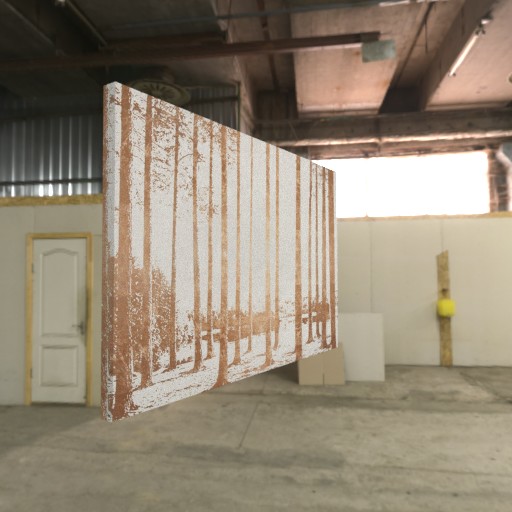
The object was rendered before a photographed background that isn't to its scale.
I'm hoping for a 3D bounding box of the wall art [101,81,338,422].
[{"bbox_3d":[0.000,0.000,1.170,0.035,0.609,0.914,-1,-2,36],"label":"wall art"}]
